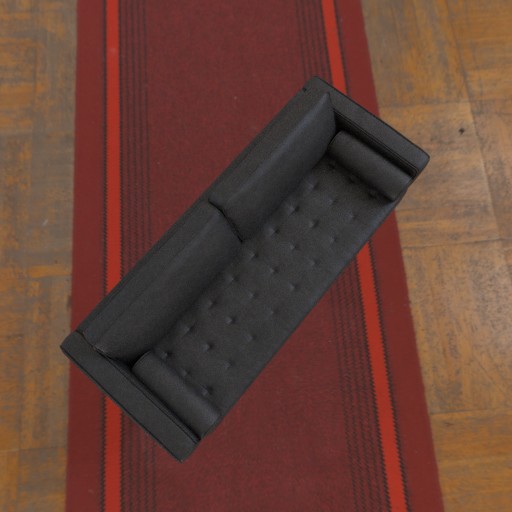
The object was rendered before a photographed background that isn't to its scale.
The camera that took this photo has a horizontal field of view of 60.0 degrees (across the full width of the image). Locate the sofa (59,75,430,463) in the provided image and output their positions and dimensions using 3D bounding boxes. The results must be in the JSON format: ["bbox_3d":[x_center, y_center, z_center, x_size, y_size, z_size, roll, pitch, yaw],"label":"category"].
[{"bbox_3d":[0.000,0.000,2.633,0.914,0.762,2.210,39,79,9],"label":"sofa"}]
